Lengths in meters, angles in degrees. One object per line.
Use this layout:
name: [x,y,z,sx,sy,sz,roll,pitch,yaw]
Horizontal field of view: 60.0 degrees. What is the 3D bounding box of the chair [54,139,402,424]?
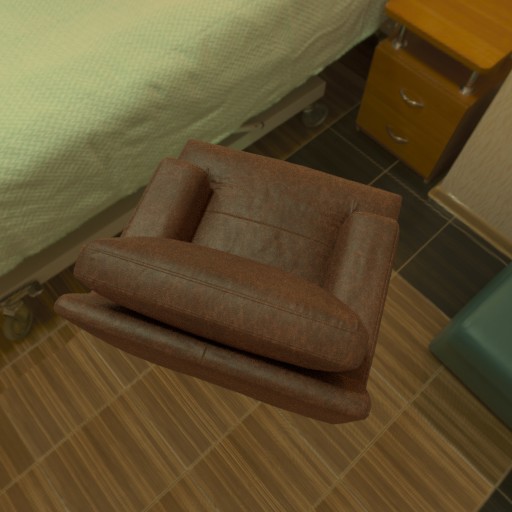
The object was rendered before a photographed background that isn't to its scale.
chair: [0.000,0.000,1.937,1.168,0.939,1.143,17,65,8]
